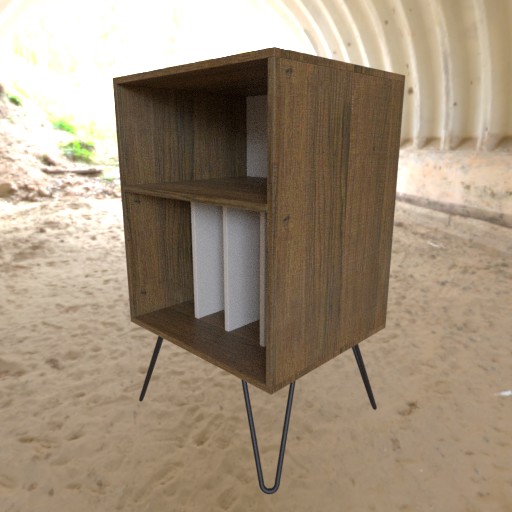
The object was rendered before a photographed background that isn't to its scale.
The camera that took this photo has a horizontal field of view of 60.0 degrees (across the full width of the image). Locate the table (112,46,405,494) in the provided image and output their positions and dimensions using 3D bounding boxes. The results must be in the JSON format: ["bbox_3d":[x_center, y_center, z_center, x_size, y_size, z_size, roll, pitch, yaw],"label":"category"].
[{"bbox_3d":[0.000,0.000,1.144,0.526,0.866,0.457,14,20,43],"label":"table"}]
